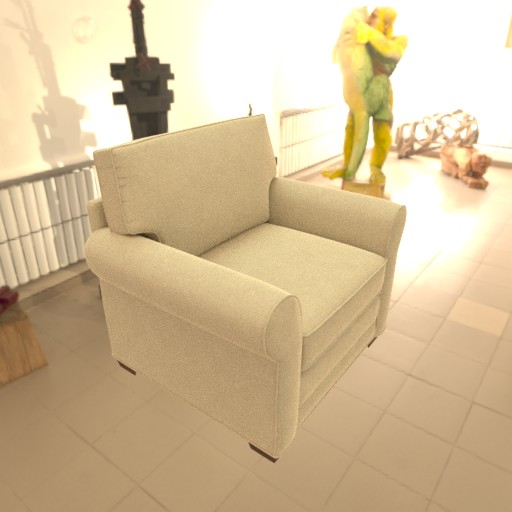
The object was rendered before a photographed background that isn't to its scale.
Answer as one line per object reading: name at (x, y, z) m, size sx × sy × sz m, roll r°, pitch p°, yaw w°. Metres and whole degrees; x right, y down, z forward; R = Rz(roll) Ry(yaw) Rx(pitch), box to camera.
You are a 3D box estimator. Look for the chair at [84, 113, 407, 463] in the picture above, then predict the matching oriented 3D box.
chair at (0.000, 0.000, 1.765) m, size 0.863 × 0.955 × 1.040 m, roll 19°, pitch 32°, yaw 32°
